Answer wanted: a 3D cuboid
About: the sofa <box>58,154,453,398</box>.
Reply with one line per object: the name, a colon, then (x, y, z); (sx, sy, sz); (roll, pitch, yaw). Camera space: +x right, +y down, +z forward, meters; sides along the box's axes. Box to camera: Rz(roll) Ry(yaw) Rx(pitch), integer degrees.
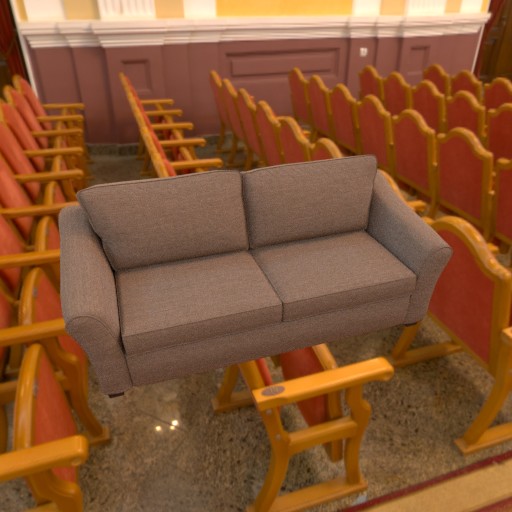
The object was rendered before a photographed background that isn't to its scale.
sofa: (0.000, 0.000, 2.806); (2.270, 0.965, 0.980); (-10, 33, -16)
